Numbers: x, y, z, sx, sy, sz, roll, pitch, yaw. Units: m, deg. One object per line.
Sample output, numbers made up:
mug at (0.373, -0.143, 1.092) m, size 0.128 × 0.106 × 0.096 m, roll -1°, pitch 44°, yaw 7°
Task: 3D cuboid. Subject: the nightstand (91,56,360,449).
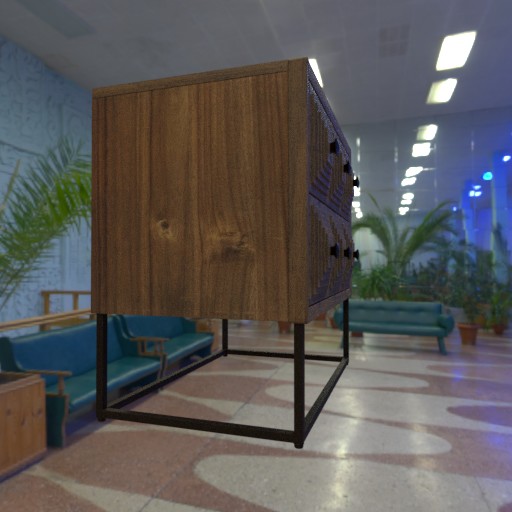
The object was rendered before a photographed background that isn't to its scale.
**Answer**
nightstand at (0.000, 0.000, 1.030) m, size 0.437 × 0.610 × 0.610 m, roll 0°, pitch -1°, yaw 18°
